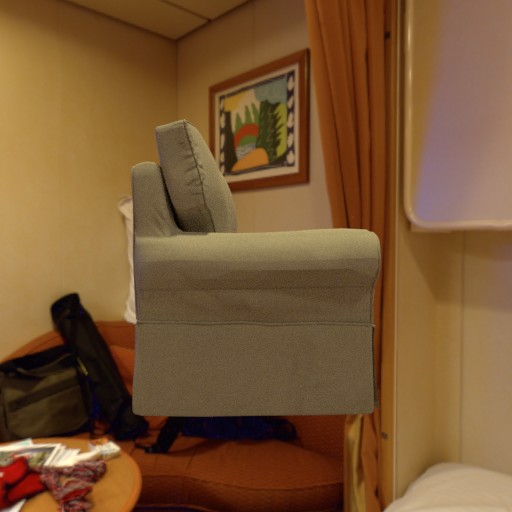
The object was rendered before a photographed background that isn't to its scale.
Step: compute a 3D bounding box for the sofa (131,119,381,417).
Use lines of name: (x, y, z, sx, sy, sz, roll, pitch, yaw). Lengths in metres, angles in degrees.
sofa: (0.000, 0.000, 2.295, 0.841, 1.024, 1.823, 0, 2, 0)
